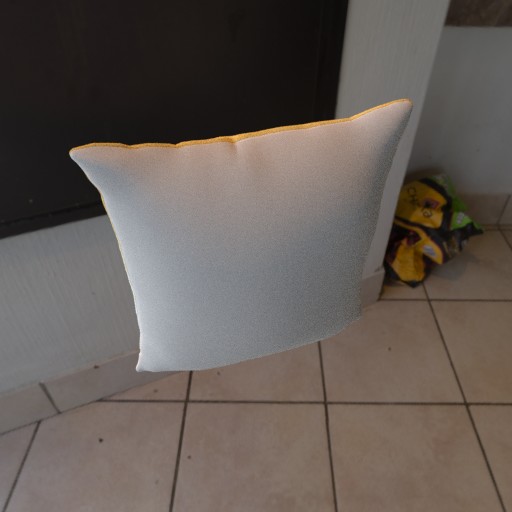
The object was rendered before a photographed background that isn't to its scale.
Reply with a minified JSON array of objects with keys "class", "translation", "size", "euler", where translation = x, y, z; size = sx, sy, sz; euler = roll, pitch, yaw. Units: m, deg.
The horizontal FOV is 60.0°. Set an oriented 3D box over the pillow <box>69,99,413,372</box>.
[{"class":"pillow","translation":[0.000,0.000,0.701],"size":[0.450,0.450,0.211],"euler":[-12,43,-13]}]
